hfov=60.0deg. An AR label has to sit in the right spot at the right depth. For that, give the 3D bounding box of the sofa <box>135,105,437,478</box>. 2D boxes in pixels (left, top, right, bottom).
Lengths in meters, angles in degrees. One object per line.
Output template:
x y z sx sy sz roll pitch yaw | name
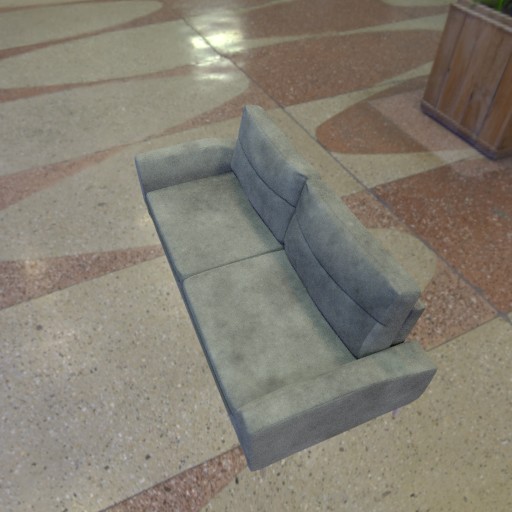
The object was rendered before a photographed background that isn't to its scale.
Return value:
0.000 0.000 2.300 0.849 0.859 1.837 -17 48 -16 | sofa
